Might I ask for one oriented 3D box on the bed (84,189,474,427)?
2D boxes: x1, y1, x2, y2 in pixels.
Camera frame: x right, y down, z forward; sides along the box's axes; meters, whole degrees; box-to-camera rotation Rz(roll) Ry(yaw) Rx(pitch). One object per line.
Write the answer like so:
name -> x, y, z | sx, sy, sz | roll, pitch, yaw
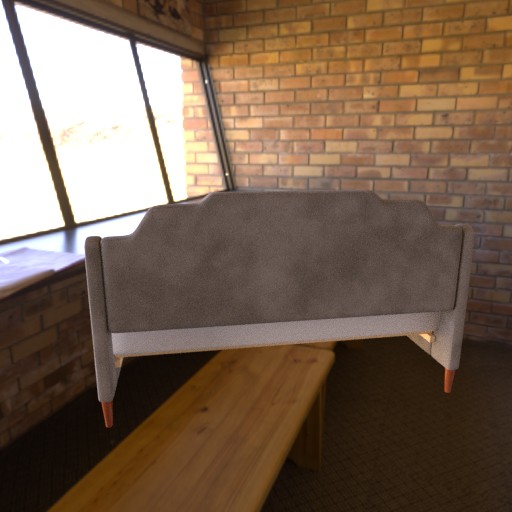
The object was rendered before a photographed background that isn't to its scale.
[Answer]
bed -> 0.000, 0.000, 3.489 | 2.074, 1.245, 2.340 | -2, 14, -9
